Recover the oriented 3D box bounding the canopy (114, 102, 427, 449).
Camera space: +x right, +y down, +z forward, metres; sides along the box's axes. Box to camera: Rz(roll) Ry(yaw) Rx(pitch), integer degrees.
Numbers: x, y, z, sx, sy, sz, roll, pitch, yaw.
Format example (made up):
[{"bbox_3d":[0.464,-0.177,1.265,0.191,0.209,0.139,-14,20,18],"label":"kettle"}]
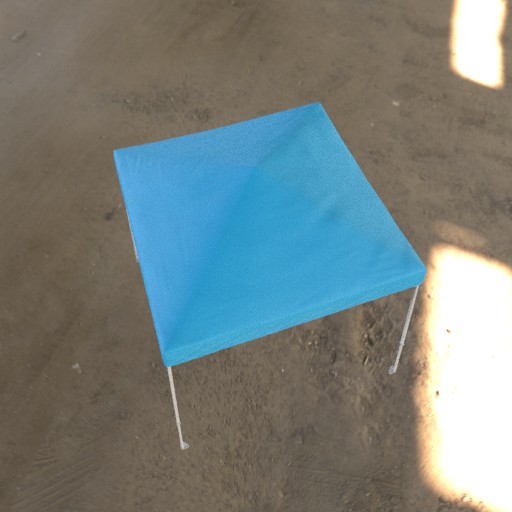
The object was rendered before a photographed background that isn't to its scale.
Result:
[{"bbox_3d":[0.000,0.000,6.329,3.600,3.600,3.599,-16,59,-10],"label":"canopy"}]
